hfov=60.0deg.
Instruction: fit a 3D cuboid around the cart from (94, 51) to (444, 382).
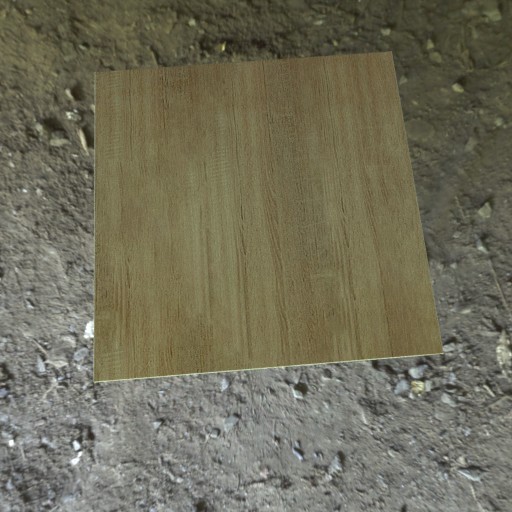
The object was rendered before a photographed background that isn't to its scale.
[{"bbox_3d":[0.000,0.000,1.085,0.520,0.762,0.521,-4,77,-1],"label":"cart"}]
